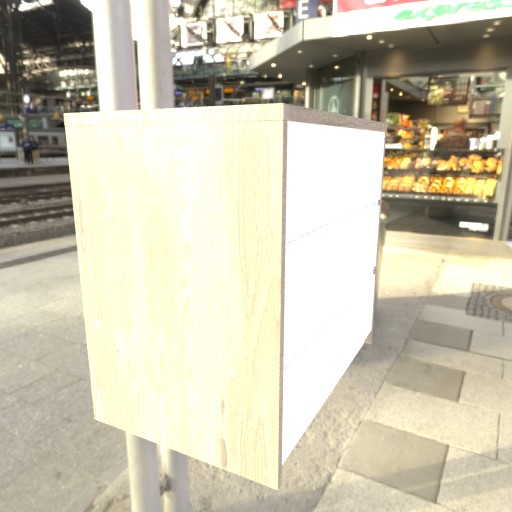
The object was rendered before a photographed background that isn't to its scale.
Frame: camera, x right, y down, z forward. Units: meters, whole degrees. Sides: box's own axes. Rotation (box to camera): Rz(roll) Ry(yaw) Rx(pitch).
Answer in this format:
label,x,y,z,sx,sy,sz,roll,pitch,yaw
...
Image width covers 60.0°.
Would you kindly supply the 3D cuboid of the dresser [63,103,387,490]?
label,x,y,z,sx,sy,sz,roll,pitch,yaw
dresser,0.000,0.000,1.292,0.529,0.762,0.809,7,16,27
